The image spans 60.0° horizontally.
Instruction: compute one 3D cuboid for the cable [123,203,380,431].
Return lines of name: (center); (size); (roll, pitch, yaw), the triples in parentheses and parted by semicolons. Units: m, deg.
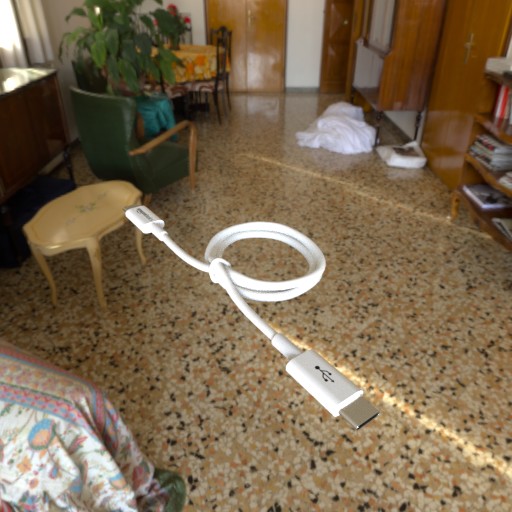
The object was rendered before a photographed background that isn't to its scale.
cable: (0.000, 0.000, 0.228); (0.070, 0.014, 0.203); (-21, 37, -30)
